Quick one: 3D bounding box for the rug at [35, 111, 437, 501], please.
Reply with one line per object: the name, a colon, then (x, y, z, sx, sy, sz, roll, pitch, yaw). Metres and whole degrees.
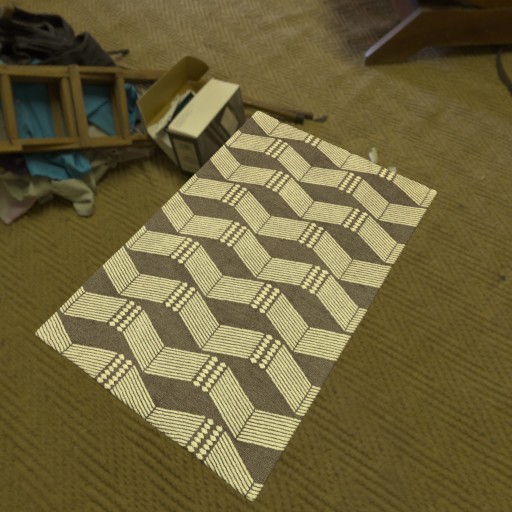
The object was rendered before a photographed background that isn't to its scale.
rug: (0.000, 0.000, 2.247, 1.210, 0.016, 1.833, 30, 62, 17)
